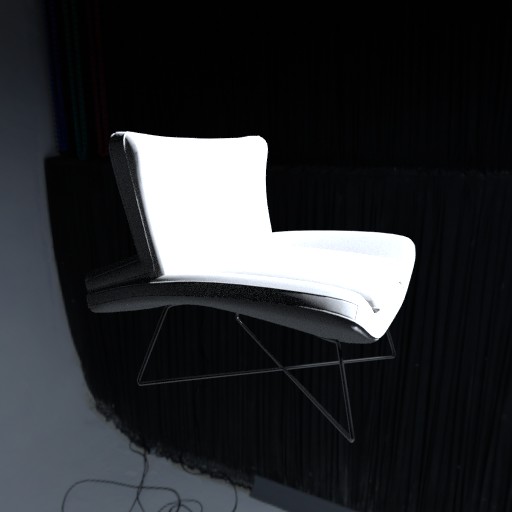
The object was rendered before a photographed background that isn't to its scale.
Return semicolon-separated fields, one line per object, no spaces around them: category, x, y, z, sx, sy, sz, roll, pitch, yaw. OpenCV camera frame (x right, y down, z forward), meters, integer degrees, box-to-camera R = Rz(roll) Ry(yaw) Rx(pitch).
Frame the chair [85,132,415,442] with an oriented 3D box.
chair;0.000;0.000;1.609;1.008;0.855;0.859;7;16;27
